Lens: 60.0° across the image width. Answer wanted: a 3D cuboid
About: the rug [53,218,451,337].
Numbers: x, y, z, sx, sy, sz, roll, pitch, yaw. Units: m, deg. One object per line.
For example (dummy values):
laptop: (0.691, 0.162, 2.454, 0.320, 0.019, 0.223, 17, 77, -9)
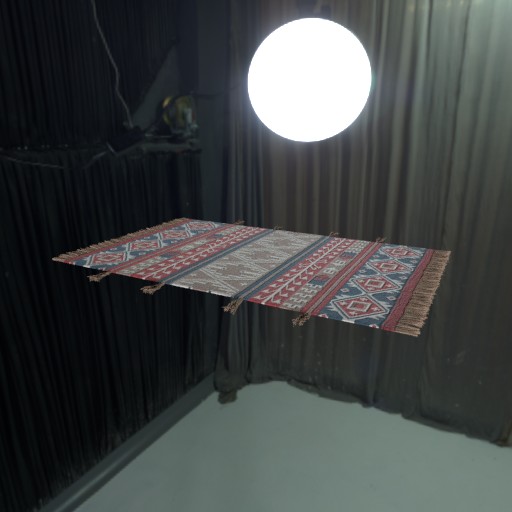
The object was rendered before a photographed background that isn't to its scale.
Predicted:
rug: (0.000, 0.000, 2.599, 2.025, 0.040, 1.469, 9, 19, 27)
